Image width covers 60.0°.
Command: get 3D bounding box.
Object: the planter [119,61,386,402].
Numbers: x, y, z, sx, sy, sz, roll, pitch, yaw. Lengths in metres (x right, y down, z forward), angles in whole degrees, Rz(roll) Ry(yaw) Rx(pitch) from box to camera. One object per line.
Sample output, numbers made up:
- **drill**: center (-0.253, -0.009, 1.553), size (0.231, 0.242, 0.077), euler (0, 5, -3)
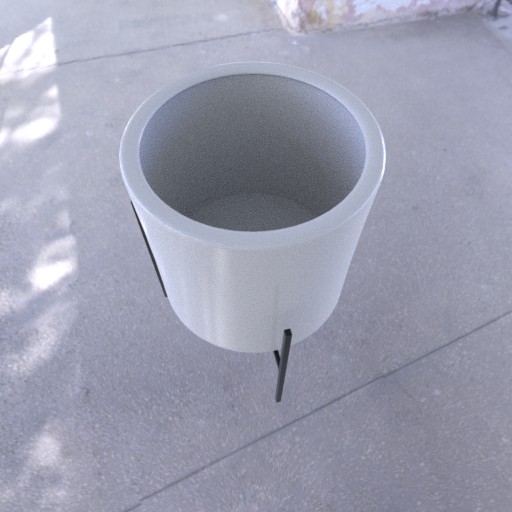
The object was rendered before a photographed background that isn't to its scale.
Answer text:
- **planter**: center (0.000, 0.000, 0.739), size (0.360, 0.480, 0.361), euler (-12, 58, -8)
